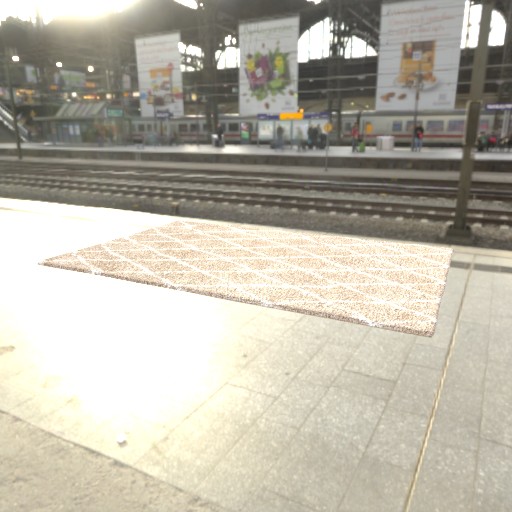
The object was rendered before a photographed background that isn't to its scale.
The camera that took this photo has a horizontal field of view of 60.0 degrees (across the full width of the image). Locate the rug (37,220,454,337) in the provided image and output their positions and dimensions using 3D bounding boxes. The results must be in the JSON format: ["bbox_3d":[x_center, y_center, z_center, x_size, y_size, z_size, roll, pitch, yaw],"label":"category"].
[{"bbox_3d":[0.000,0.000,3.445,2.743,0.030,1.778,8,17,25],"label":"rug"}]
